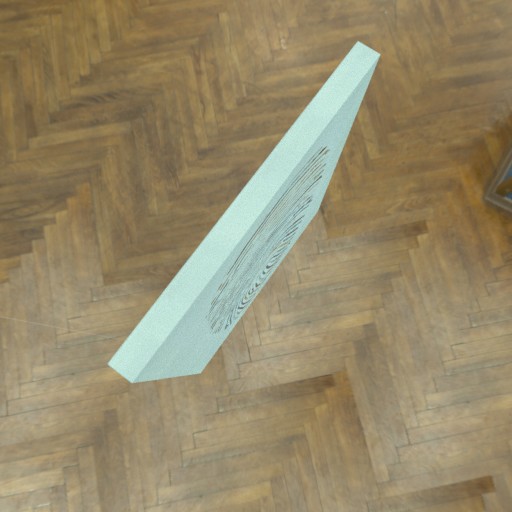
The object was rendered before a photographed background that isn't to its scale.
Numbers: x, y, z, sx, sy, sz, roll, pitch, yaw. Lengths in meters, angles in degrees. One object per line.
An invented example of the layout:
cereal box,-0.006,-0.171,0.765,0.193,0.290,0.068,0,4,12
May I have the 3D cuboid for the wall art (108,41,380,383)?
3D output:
wall art,0.000,0.000,0.824,0.037,0.606,0.508,35,79,8
